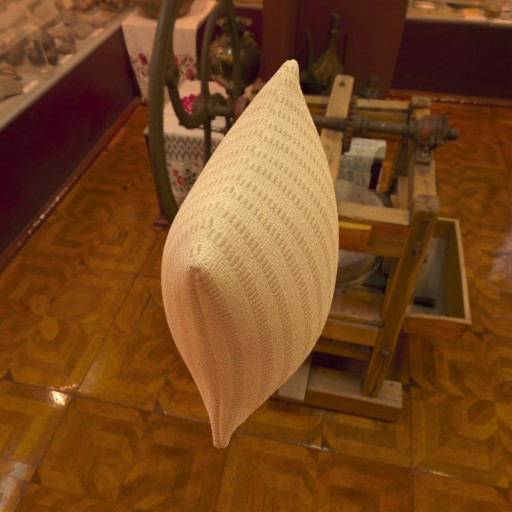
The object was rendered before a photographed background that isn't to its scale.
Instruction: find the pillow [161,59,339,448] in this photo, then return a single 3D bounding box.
[{"bbox_3d":[0.000,0.000,0.669,0.247,0.419,0.438,10,48,10],"label":"pillow"}]
